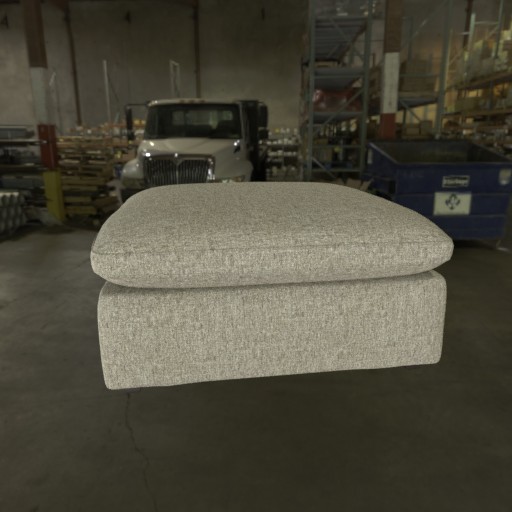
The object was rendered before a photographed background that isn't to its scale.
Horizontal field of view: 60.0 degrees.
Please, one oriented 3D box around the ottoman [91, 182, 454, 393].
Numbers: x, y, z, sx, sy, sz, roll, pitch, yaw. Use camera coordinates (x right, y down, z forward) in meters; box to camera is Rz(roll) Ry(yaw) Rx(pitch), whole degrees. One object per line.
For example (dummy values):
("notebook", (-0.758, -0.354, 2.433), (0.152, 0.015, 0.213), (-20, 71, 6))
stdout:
("ottoman", (0.000, 0.000, 1.681), (1.035, 0.526, 1.039), (-2, 15, -8))
